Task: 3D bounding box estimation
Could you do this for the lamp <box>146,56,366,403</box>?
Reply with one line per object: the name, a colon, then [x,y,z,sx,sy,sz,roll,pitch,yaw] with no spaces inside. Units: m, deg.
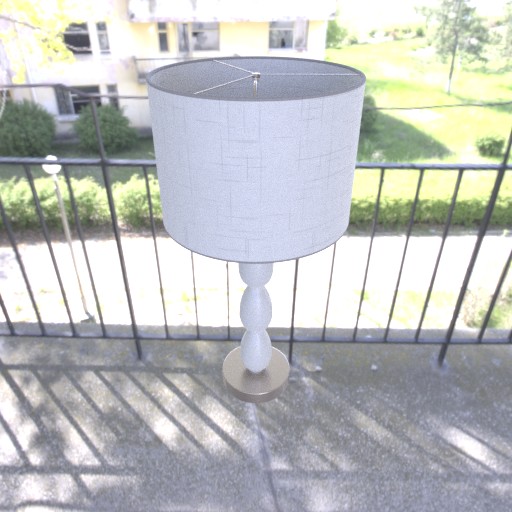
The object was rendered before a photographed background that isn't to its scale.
lamp: [0.000,0.000,0.721,0.280,0.559,0.282,0,32,0]
